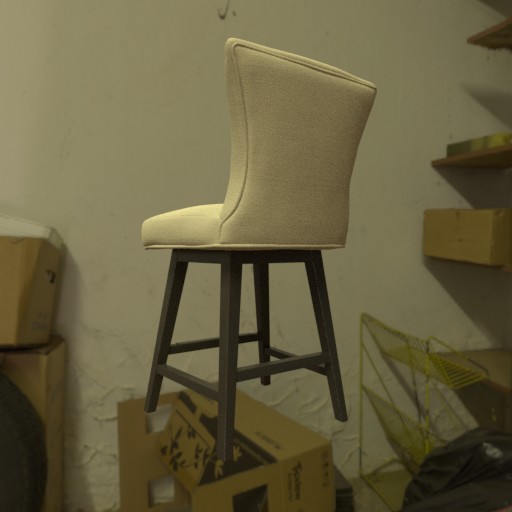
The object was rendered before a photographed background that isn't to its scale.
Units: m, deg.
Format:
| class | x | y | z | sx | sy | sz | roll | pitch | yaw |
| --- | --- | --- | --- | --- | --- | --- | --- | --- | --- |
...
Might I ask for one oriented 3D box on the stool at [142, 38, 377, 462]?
| class | x | y | z | sx | sy | sz | roll | pitch | yaw |
| --- | --- | --- | --- | --- | --- | --- | --- | --- | --- |
| stool | 0.000 | 0.000 | 1.338 | 0.514 | 1.000 | 0.574 | -1 | 1 | -36 |
